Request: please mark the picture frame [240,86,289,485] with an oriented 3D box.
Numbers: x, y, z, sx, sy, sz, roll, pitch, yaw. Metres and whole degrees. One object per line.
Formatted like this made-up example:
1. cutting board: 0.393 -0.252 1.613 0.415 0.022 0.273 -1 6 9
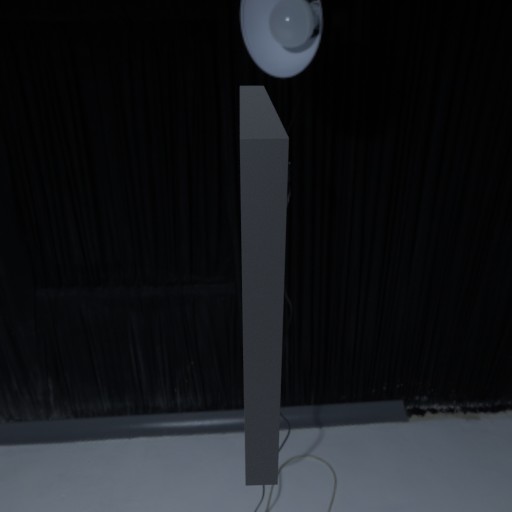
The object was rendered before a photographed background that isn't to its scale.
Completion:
1. picture frame: 0.000 0.000 0.482 0.030 0.317 0.317 -1 26 -2
